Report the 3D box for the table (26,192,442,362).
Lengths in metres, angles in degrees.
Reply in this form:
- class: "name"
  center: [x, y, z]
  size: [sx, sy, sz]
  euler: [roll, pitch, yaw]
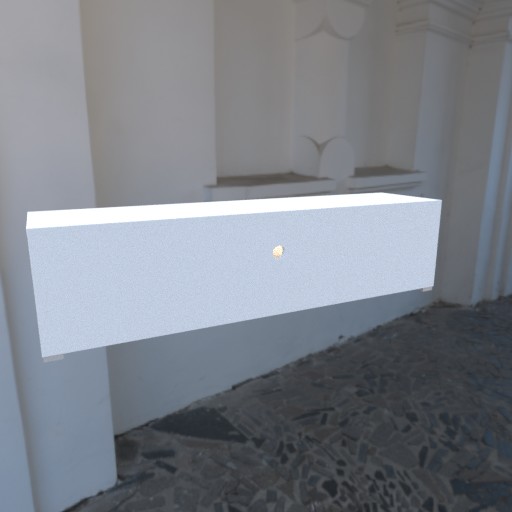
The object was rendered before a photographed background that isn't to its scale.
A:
- class: "table"
  center: [0.000, 0.000, 1.837]
  size: [1.650, 0.420, 0.390]
  euler: [-7, 15, -25]
